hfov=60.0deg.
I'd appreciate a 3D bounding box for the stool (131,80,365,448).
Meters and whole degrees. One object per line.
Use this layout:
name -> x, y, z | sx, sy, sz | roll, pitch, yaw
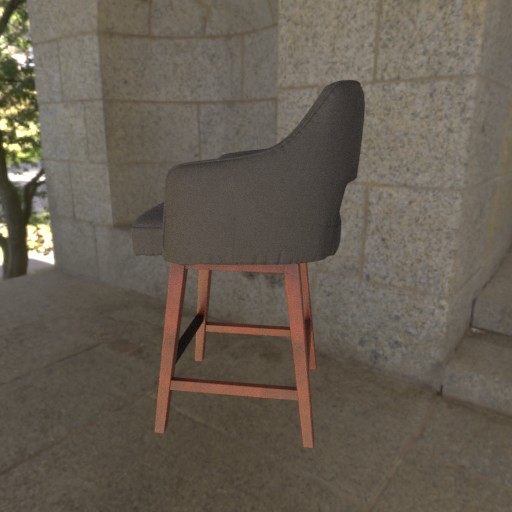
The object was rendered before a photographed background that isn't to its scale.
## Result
stool -> 0.000, 0.000, 1.269 | 0.558, 0.912, 0.548 | 2, 15, 8
